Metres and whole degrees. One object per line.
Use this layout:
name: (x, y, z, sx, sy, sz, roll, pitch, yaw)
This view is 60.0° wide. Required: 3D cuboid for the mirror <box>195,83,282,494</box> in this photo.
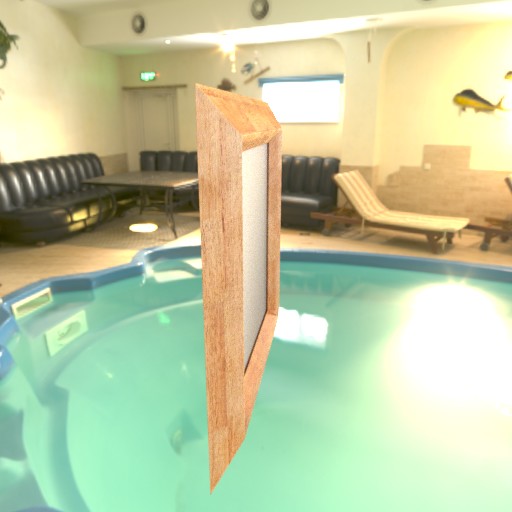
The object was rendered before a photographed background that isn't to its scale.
mirror: (0.000, 0.000, 0.956, 0.047, 0.651, 0.651, 3, 17, 9)
